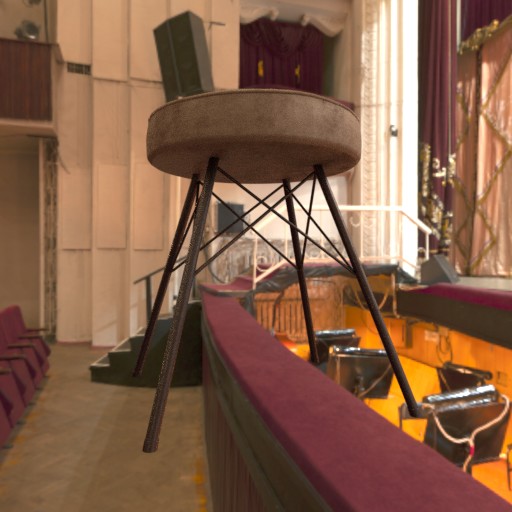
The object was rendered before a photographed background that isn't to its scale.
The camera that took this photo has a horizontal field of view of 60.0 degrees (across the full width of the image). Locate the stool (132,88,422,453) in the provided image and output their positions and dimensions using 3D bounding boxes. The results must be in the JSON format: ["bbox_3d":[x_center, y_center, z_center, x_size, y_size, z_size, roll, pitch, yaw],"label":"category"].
[{"bbox_3d":[0.000,0.000,0.872,0.457,0.538,0.423,0,0,-18],"label":"stool"}]
